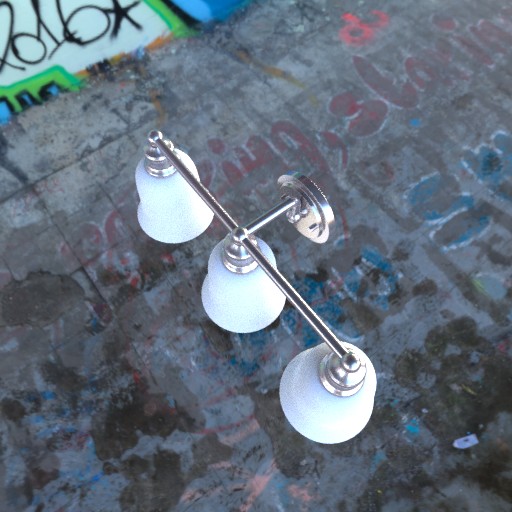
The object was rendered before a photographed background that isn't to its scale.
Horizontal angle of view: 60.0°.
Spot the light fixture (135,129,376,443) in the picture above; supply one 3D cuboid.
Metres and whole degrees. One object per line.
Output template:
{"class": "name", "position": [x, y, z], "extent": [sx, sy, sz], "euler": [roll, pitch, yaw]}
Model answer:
{"class": "light fixture", "position": [0.000, 0.000, 0.676], "extent": [0.198, 0.211, 0.570], "euler": [-35, 68, -16]}
